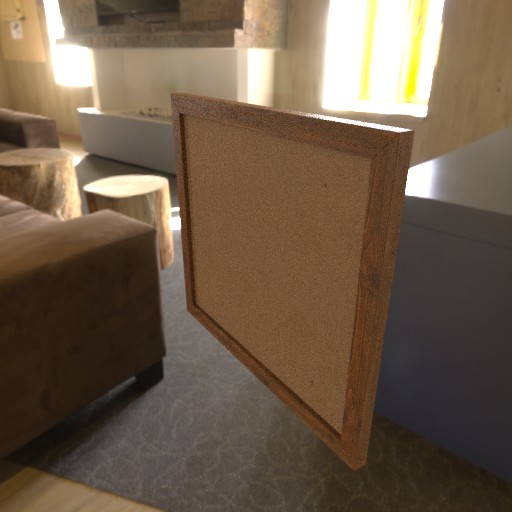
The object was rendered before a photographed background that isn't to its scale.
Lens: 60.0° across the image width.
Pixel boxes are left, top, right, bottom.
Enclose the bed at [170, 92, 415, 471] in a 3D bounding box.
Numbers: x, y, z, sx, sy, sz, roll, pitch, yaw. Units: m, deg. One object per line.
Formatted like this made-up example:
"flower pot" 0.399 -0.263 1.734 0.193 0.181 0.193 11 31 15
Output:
"bed" 0.000 0.000 1.462 0.046 0.942 1.046 -16 30 -31
